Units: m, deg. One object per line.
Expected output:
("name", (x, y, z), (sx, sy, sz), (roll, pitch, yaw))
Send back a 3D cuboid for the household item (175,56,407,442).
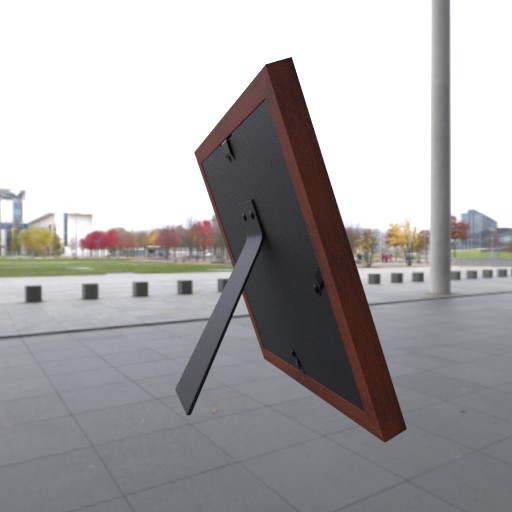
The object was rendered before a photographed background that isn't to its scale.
("household item", (0.000, 0.000, 0.384), (0.131, 0.240, 0.240), (0, 0, -18))
